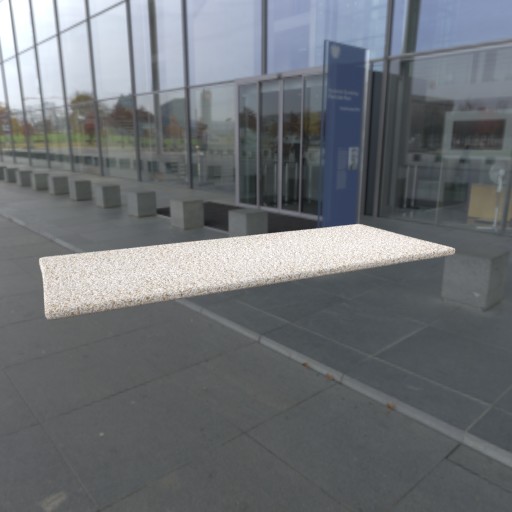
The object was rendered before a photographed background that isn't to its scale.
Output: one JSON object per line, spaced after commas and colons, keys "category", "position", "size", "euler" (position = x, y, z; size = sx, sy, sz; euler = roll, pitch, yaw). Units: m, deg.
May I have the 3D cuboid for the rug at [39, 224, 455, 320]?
{"category": "rug", "position": [0.000, 0.000, 1.738], "size": [1.524, 0.030, 0.609], "euler": [-7, 16, -26]}
